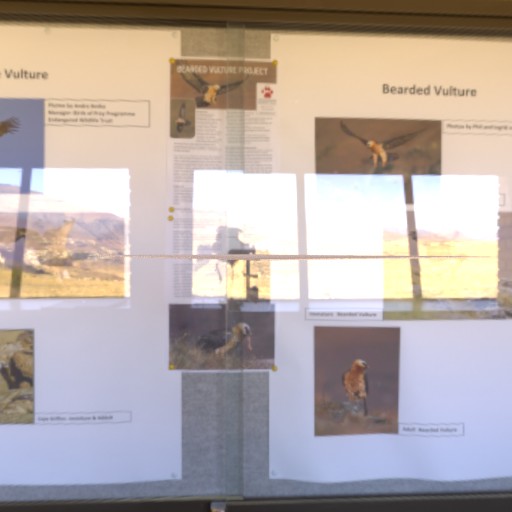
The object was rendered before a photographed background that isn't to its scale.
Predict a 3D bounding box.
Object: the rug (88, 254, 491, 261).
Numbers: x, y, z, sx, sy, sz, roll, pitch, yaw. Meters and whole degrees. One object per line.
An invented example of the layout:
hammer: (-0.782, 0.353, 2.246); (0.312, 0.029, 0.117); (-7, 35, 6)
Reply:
rug: (0.000, 0.000, 3.711); (1.981, 0.006, 2.895); (0, 1, -35)
